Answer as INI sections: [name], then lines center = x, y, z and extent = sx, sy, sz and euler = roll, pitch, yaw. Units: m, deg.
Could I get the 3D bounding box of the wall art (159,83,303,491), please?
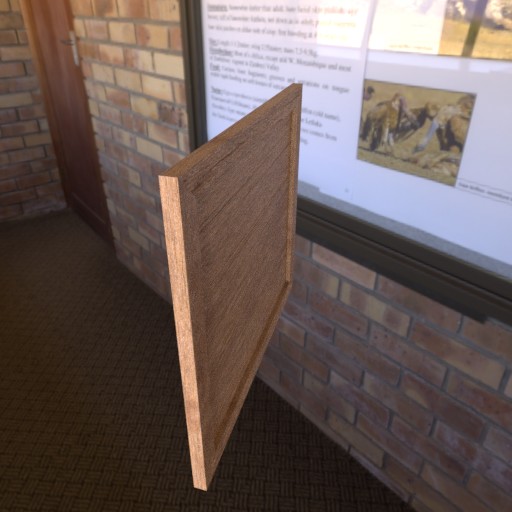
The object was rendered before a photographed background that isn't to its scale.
[wall art]
center = 0.000, 0.000, 0.937
extent = 0.026, 0.588, 0.690
euler = 9, 31, 15
